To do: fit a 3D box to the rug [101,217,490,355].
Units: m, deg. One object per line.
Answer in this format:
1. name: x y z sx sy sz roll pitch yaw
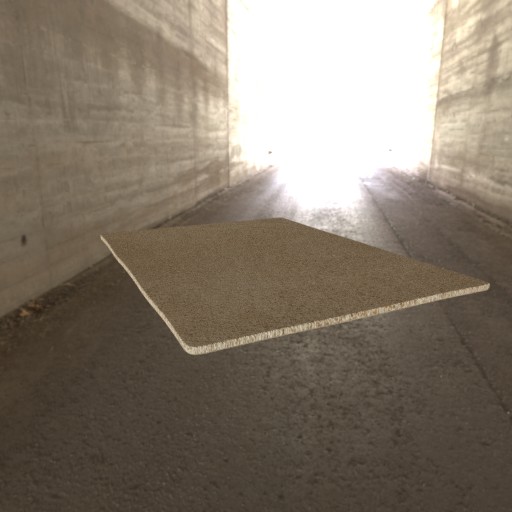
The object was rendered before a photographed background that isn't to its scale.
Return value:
1. rug: 0.000 0.000 2.111 1.199 0.025 1.600 -7 17 -26
